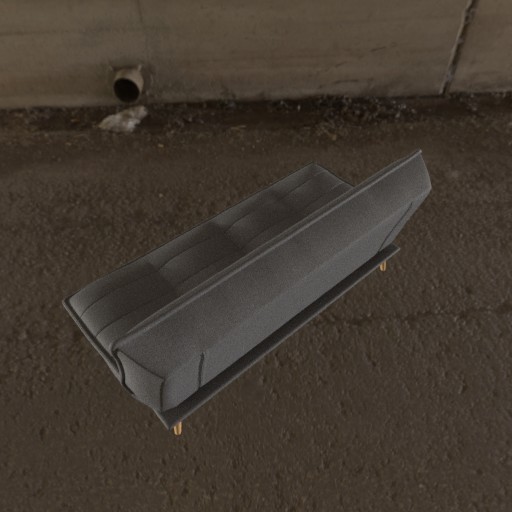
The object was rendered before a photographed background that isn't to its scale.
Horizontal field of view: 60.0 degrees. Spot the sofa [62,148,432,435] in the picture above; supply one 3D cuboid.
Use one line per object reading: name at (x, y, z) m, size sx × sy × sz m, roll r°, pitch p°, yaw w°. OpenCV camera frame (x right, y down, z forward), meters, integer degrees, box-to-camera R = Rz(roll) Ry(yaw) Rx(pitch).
sofa at (0.000, 0.000, 2.511) m, size 1.940 × 0.890 × 0.950 m, roll -33°, pitch 55°, yaw -27°
